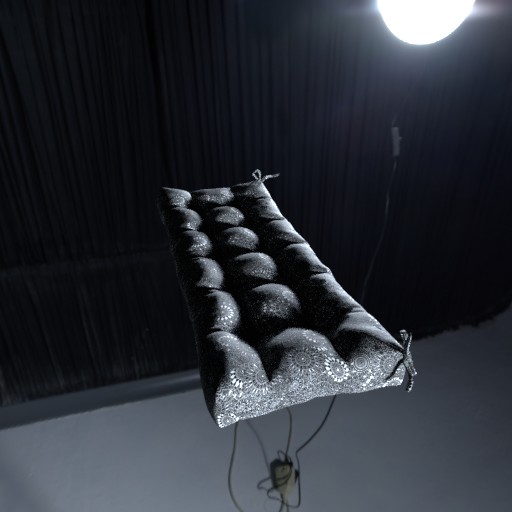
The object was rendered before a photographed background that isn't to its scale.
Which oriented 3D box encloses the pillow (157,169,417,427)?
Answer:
[{"bbox_3d":[0.000,0.000,1.378,0.511,0.174,1.194,-8,31,-14],"label":"pillow"}]
